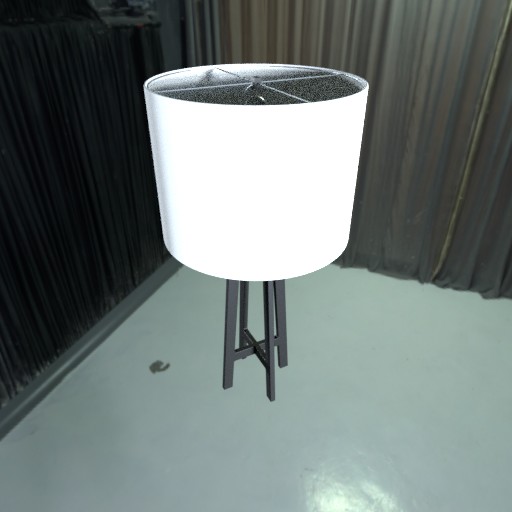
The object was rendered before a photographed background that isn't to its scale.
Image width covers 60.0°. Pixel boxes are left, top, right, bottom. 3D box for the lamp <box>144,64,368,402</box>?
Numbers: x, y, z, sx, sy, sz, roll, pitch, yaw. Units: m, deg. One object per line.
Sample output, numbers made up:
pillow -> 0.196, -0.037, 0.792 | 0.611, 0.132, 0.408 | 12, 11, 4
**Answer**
lamp -> 0.000, 0.000, 0.645 | 0.257, 0.489, 0.257 | 10, 33, 15
